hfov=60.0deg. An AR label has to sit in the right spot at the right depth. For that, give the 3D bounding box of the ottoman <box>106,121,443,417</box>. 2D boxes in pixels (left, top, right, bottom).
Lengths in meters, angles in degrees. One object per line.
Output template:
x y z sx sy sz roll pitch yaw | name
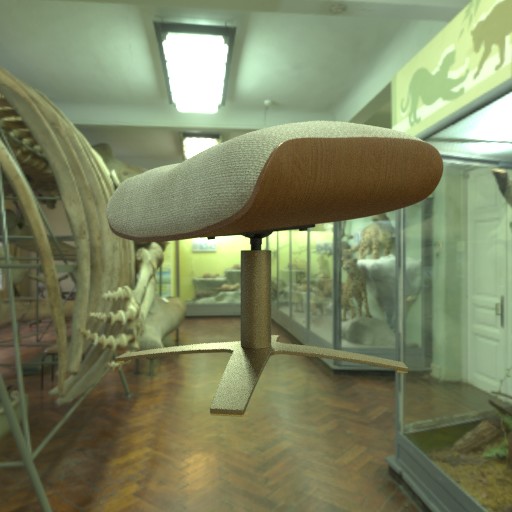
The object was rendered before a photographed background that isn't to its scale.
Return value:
0.000 0.000 0.794 0.394 0.391 0.520 0 0 -37 | ottoman
